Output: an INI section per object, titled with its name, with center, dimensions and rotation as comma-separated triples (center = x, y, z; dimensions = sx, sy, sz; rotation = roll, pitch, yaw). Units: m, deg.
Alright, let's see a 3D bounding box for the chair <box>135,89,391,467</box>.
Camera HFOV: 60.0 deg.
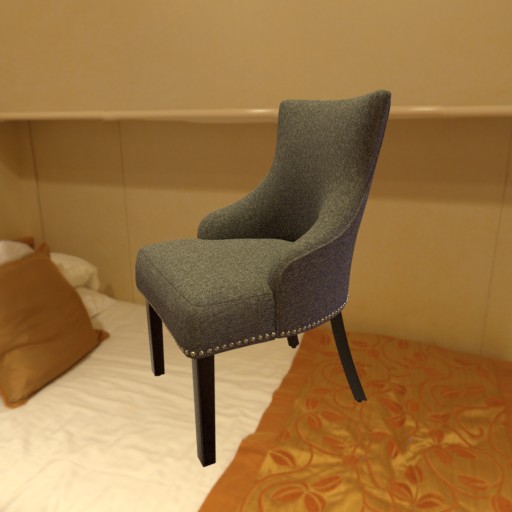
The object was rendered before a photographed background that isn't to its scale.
[chair]
center = 0.000, 0.000, 1.310
dimensions = 0.629, 0.909, 0.566
rotation = -8, 18, -26
